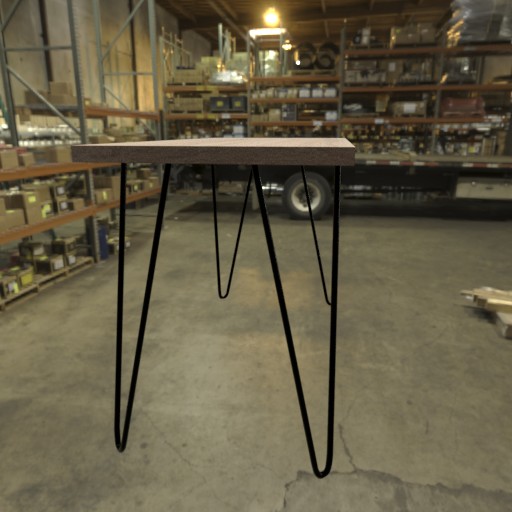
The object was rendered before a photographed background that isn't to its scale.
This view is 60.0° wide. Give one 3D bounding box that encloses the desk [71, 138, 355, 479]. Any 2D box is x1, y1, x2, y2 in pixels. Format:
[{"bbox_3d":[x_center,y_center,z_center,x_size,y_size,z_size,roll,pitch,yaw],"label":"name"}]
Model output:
[{"bbox_3d":[0.000,0.000,1.309,0.499,0.660,0.991,3,16,10],"label":"desk"}]
